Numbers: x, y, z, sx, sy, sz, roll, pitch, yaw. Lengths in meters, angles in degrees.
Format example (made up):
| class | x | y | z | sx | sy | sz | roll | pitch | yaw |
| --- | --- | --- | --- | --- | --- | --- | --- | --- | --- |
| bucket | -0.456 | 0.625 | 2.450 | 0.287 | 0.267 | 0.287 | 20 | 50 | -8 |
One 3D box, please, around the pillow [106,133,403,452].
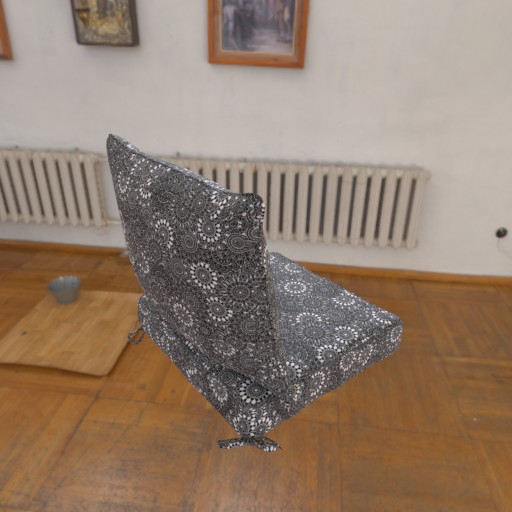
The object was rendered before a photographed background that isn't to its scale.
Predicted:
| class | x | y | z | sx | sy | sz | roll | pitch | yaw |
| --- | --- | --- | --- | --- | --- | --- | --- | --- | --- |
| pillow | 0.000 | 0.000 | 1.405 | 0.740 | 0.722 | 0.798 | -19 | 32 | -33 |
